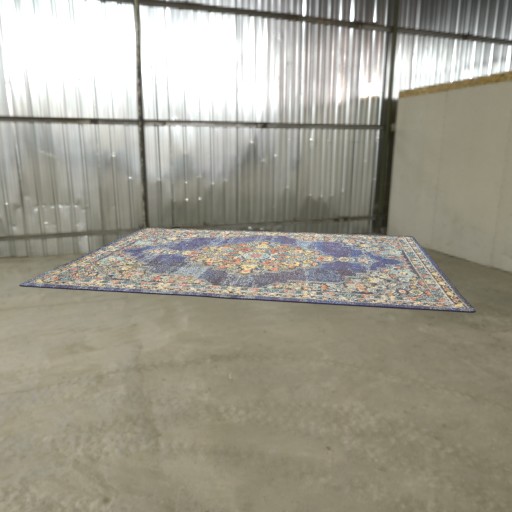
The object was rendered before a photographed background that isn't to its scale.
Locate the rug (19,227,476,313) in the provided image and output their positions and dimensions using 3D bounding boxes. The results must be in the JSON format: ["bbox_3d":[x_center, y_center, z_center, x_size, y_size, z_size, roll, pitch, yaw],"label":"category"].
[{"bbox_3d":[0.000,0.000,2.886,2.232,0.009,1.630,2,15,9],"label":"rug"}]
